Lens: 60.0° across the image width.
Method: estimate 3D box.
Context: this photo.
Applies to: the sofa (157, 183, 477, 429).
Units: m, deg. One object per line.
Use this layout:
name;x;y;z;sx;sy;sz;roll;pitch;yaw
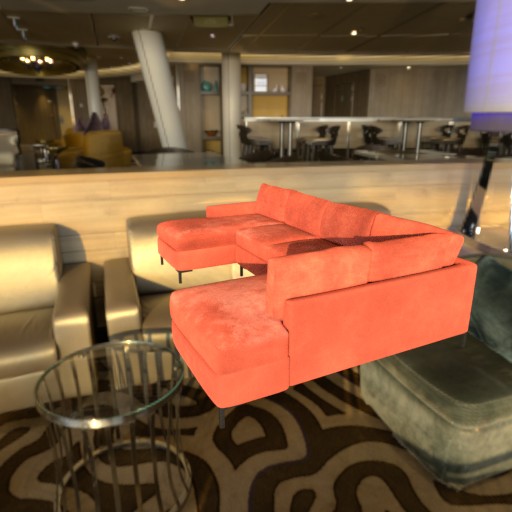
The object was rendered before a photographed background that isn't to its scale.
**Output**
sofa;0.000;0.000;3.877;1.981;0.858;2.971;-8;19;-26
